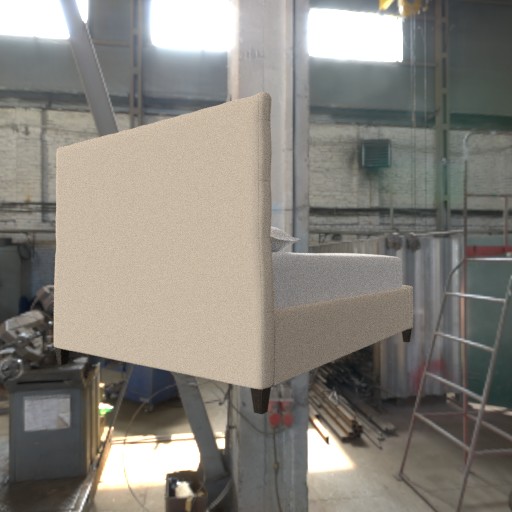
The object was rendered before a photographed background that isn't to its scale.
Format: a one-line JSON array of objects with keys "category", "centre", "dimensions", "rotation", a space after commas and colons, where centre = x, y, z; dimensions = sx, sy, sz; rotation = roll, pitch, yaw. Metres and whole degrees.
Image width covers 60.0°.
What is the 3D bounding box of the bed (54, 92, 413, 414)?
[{"category": "bed", "centre": [0.000, 0.000, 3.316], "dimensions": [1.696, 1.426, 2.233], "rotation": [0, -1, 36]}]
